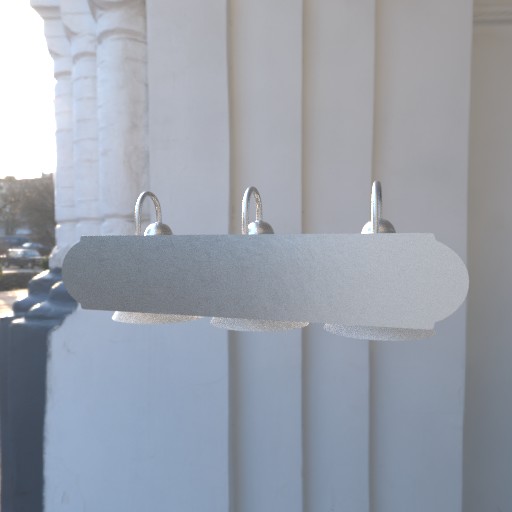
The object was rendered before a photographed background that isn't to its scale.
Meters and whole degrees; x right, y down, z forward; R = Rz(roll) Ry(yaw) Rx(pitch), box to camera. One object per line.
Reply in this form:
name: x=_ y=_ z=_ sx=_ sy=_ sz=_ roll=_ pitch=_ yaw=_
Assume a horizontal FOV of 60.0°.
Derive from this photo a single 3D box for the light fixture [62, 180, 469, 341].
light fixture: x=0.000 y=0.000 z=0.724 sx=0.610 sy=0.222 sz=0.199 roll=1 pitch=2 yaw=19
